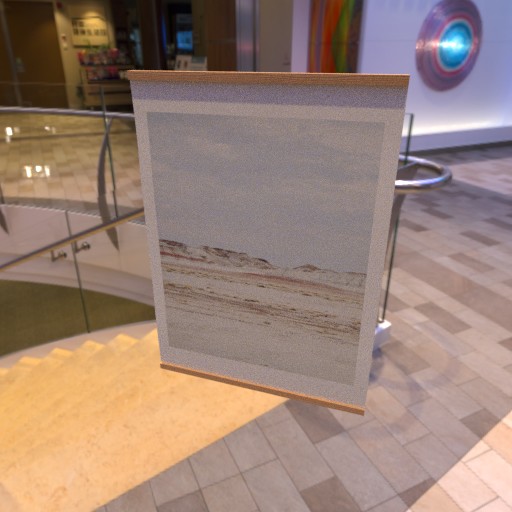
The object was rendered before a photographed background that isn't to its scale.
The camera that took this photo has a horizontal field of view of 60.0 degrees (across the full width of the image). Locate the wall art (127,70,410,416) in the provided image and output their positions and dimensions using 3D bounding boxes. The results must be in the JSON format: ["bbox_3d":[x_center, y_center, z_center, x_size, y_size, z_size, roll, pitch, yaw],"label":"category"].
[{"bbox_3d":[0.000,0.000,1.328,0.739,1.016,0.020,8,26,17],"label":"wall art"}]
